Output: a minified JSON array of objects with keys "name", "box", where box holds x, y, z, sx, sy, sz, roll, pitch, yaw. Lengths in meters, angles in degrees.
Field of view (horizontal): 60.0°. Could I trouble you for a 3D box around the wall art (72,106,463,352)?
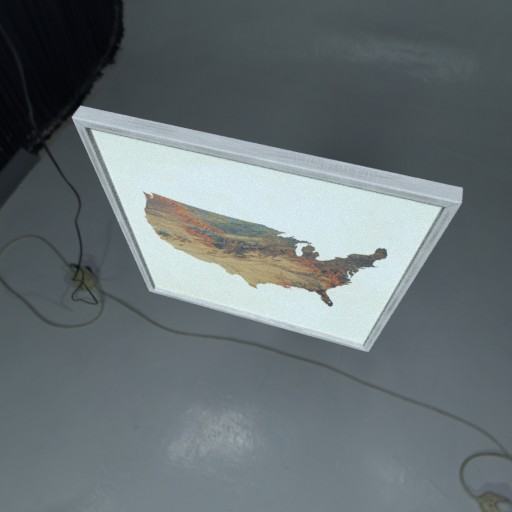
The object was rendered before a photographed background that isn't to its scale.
[{"name":"wall art","box":[0.000,0.000,0.463,0.303,0.303,0.015,14,59,9]}]
